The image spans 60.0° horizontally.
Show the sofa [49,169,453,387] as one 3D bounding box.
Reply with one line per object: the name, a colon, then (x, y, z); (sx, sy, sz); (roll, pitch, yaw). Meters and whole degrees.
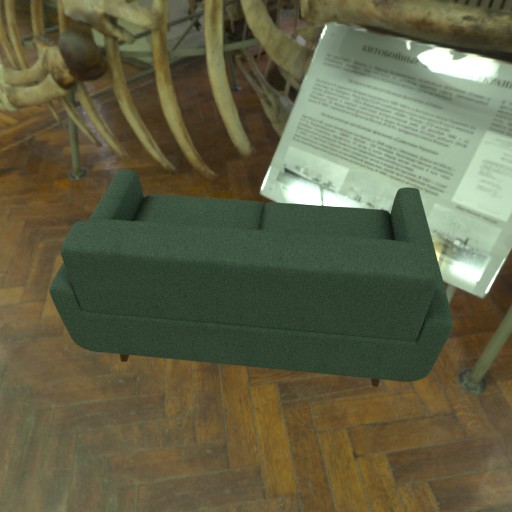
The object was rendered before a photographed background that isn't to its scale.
sofa: (0.000, 0.000, 2.173); (1.631, 0.841, 0.909); (4, 45, 4)
